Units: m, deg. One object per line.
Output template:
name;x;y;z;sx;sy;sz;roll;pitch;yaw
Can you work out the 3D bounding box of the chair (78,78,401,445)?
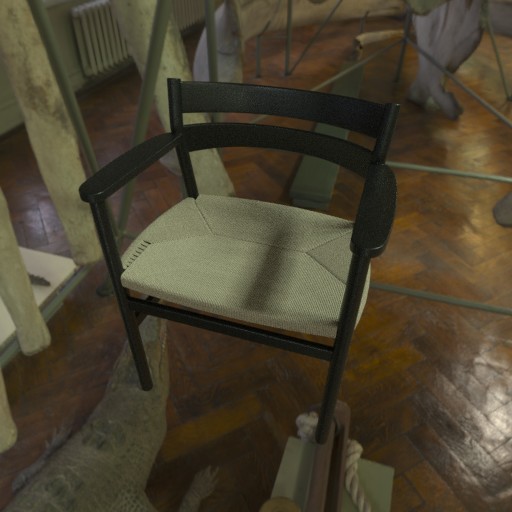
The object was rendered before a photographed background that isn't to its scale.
chair;0.000;0.000;1.173;0.630;0.775;0.508;12;42;14
